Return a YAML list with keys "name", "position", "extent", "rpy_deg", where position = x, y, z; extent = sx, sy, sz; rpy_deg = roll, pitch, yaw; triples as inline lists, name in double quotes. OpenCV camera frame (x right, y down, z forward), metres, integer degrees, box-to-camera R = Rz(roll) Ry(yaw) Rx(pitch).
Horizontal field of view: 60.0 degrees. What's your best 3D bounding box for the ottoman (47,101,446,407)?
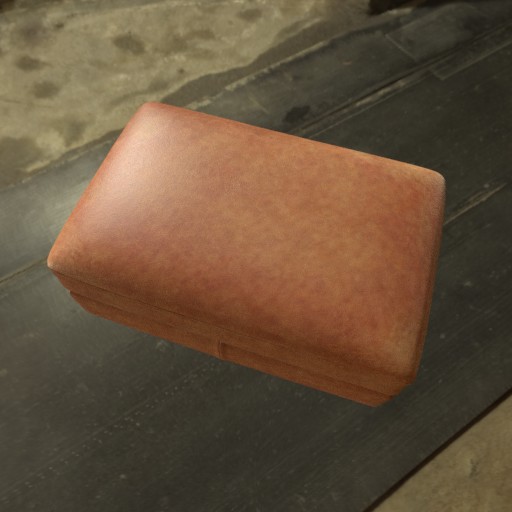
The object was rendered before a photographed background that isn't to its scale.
- name: "ottoman"
  position: [0.000, 0.000, 1.198]
  extent: [0.852, 0.507, 0.565]
  rpy_deg: [16, 63, 8]
